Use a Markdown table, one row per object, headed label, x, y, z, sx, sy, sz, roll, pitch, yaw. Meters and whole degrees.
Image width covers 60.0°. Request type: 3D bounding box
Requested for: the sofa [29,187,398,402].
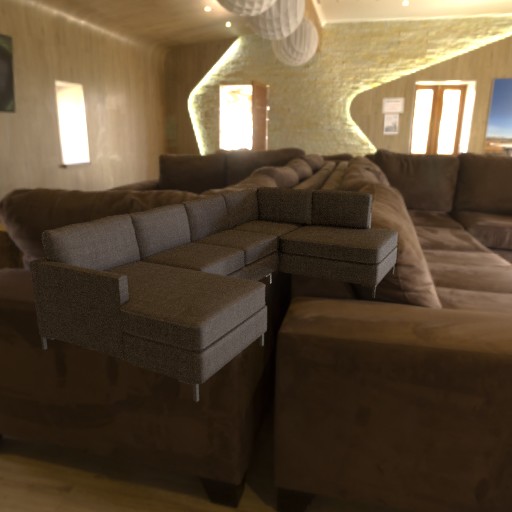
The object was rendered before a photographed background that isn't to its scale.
| label | x | y | z | sx | sy | sz | roll | pitch | yaw |
| --- | --- | --- | --- | --- | --- | --- | --- | --- | --- |
| sofa | 0.000 | 0.000 | 4.320 | 2.048 | 0.999 | 3.423 | 8 | 17 | 27 |
